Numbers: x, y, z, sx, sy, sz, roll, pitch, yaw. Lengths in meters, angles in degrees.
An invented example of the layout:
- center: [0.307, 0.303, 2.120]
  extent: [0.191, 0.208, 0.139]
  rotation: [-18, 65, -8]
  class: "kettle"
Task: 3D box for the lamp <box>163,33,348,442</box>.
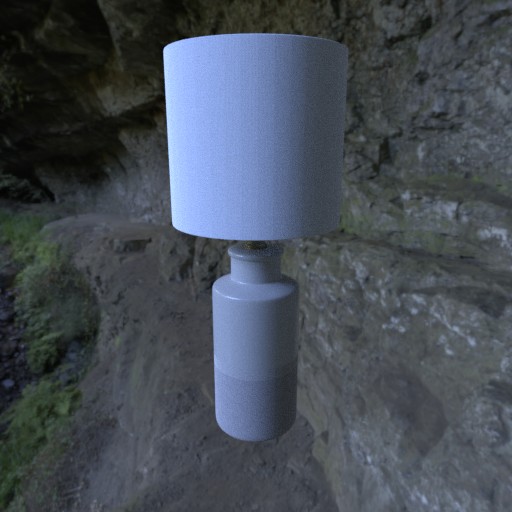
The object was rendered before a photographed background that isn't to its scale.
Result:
- center: [0.000, 0.000, 0.584]
  extent: [0.212, 0.493, 0.212]
  rotation: [2, 16, 8]
  class: "lamp"
